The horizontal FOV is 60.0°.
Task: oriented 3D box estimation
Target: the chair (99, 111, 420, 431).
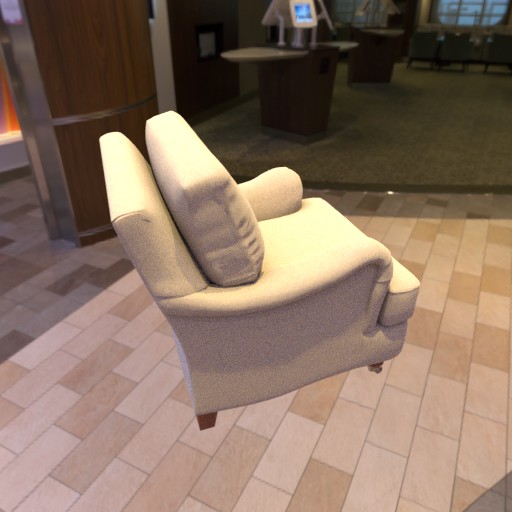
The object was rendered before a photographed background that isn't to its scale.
[{"bbox_3d":[0.000,0.000,1.857,1.078,1.076,0.895,-10,32,-16],"label":"chair"}]
